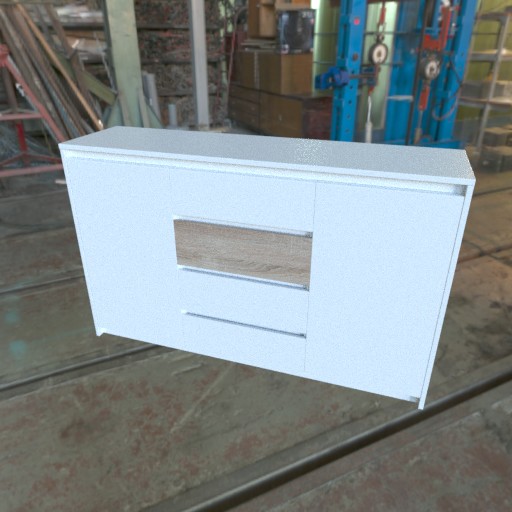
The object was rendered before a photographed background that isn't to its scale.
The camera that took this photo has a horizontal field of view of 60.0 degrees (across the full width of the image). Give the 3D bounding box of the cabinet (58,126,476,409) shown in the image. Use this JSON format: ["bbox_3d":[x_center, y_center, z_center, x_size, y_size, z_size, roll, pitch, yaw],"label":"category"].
[{"bbox_3d":[0.000,0.000,1.834,1.450,0.900,0.380,9,28,16],"label":"cabinet"}]
